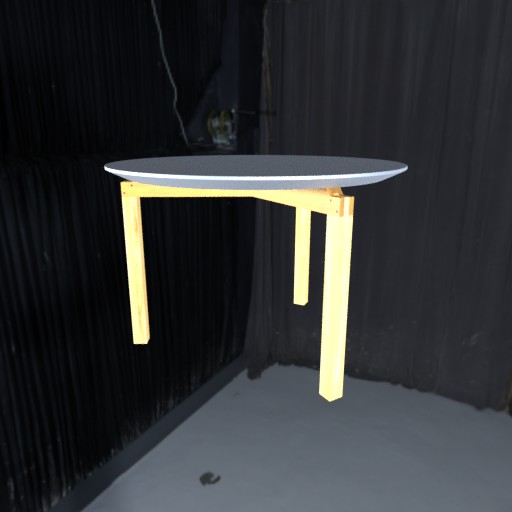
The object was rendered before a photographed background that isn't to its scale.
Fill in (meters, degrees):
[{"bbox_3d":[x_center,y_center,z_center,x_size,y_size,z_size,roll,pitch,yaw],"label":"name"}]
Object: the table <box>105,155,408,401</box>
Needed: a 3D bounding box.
[{"bbox_3d":[0.000,0.000,0.978,0.600,0.405,0.600,0,16,0],"label":"table"}]
